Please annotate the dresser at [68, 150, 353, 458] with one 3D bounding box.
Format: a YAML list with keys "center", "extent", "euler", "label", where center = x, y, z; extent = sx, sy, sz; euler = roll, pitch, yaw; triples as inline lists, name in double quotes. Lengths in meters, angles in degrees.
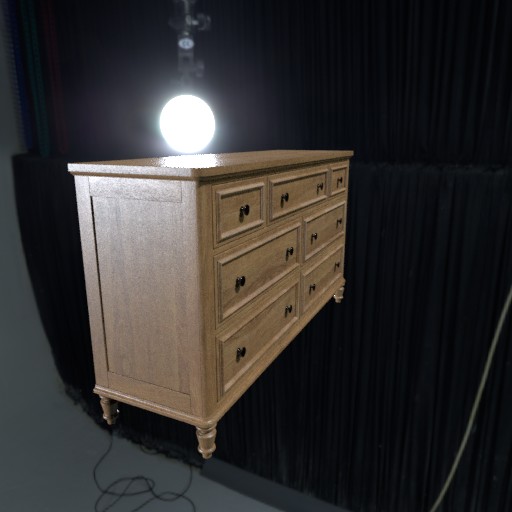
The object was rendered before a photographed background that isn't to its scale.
- center: [0.000, 0.000, 2.012]
  extent: [0.468, 0.892, 1.583]
  euler: [7, 17, 25]
  label: "dresser"
